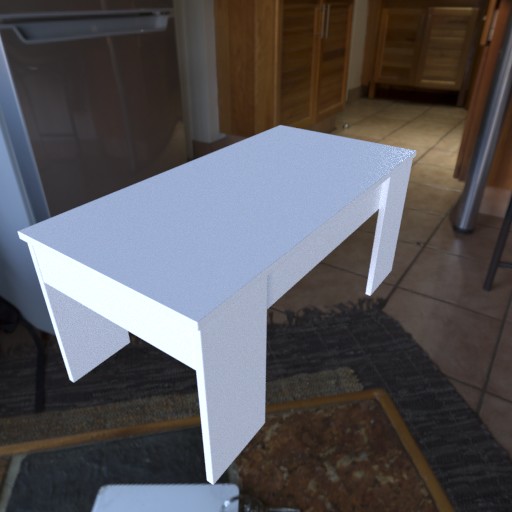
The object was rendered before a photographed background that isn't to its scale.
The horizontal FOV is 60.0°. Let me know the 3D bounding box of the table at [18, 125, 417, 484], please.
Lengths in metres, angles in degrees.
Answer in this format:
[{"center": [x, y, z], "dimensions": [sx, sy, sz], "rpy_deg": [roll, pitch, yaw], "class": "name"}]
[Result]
[{"center": [0.000, 0.000, 1.255], "dimensions": [0.500, 0.440, 1.000], "rpy_deg": [21, 37, 30], "class": "table"}]
